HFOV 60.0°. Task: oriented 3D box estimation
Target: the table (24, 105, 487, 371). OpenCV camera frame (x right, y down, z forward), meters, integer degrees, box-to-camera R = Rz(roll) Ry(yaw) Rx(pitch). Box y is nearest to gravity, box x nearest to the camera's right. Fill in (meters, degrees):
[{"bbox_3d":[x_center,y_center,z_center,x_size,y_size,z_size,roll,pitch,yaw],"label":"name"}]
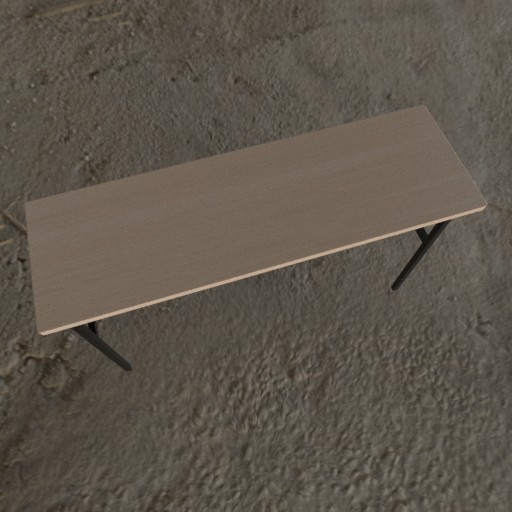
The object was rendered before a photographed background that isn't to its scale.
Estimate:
[{"bbox_3d":[0.000,0.000,1.735,1.397,0.750,0.447,-16,65,-8],"label":"table"}]
